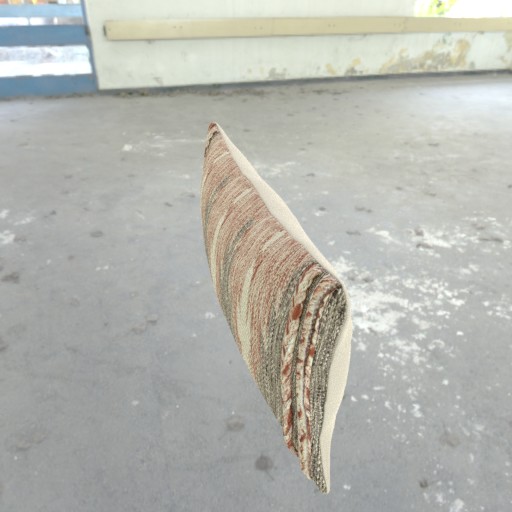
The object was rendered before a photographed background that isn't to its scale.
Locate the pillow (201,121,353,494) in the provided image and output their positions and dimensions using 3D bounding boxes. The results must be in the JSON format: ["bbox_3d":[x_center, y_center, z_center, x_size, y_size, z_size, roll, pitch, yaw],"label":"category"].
[{"bbox_3d":[0.000,0.000,0.698,0.139,0.282,0.635,-8,31,-13],"label":"pillow"}]
